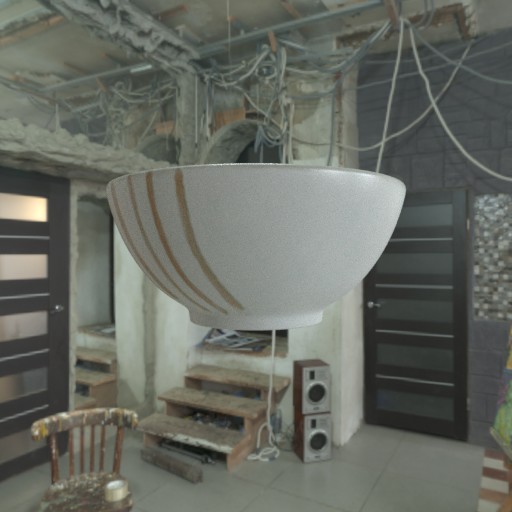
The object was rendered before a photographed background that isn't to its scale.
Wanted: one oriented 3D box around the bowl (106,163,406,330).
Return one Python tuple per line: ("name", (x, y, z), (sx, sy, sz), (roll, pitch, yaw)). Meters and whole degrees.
("bowl", (0.000, 0.000, 0.419), (0.268, 0.121, 0.268), (0, 0, 0))
